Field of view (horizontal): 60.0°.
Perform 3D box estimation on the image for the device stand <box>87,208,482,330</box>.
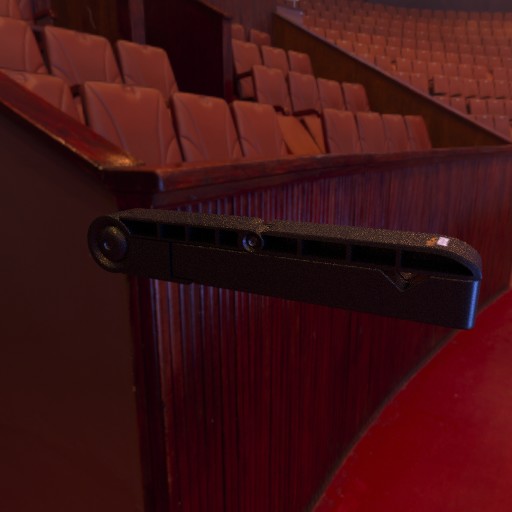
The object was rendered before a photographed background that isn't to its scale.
[{"bbox_3d":[0.000,0.000,0.197,0.179,0.030,0.026,7,17,25],"label":"device stand"}]
